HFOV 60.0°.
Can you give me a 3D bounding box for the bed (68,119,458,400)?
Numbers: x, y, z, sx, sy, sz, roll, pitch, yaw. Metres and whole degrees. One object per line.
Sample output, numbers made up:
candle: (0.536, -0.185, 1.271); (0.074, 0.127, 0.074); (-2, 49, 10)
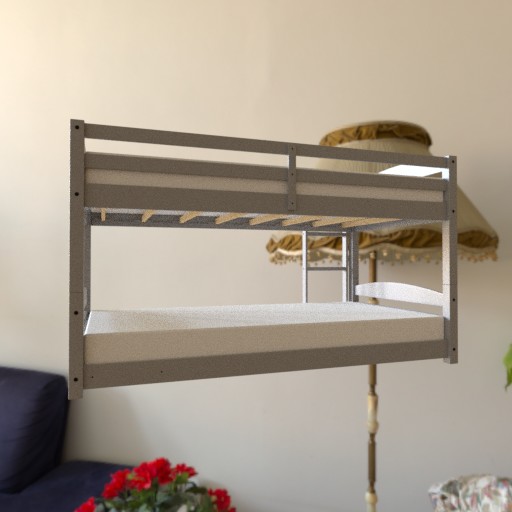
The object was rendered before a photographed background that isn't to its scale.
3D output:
bed: (0.000, 0.000, 2.678); (2.013, 1.206, 1.105); (0, -1, -19)
